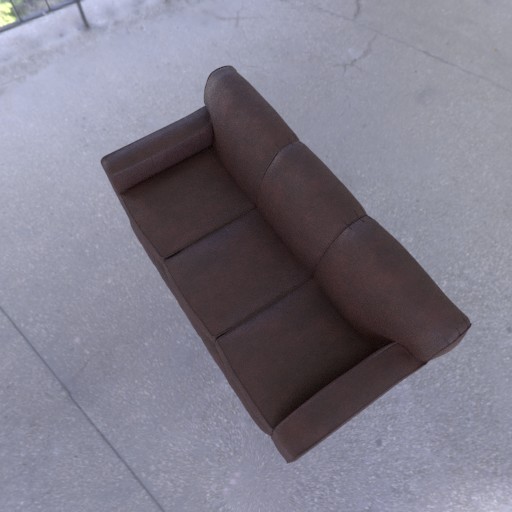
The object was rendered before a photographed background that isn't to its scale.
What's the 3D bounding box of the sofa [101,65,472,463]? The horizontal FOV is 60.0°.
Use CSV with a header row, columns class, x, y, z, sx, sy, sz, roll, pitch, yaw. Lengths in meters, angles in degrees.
class,x,y,z,sx,sy,sz,roll,pitch,yaw
sofa,0.000,0.000,2.568,1.008,0.953,2.039,-31,68,-14
